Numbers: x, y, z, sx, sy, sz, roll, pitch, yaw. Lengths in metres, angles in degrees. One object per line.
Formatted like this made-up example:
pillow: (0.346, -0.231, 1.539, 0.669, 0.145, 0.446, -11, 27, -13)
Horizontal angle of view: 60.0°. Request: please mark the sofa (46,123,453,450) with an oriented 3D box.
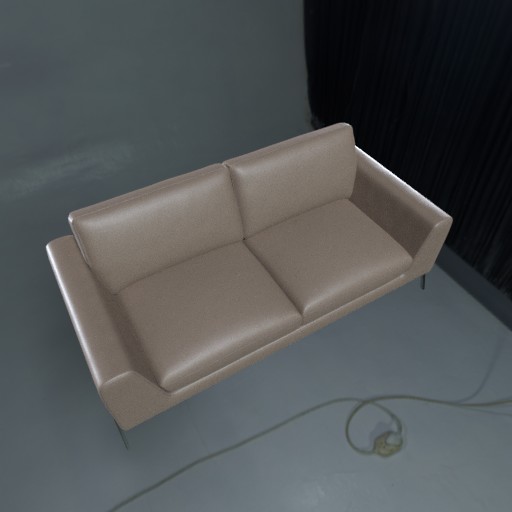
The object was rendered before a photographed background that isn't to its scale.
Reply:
sofa: (0.000, 0.000, 2.495, 2.017, 0.875, 0.953, -23, 51, -20)
